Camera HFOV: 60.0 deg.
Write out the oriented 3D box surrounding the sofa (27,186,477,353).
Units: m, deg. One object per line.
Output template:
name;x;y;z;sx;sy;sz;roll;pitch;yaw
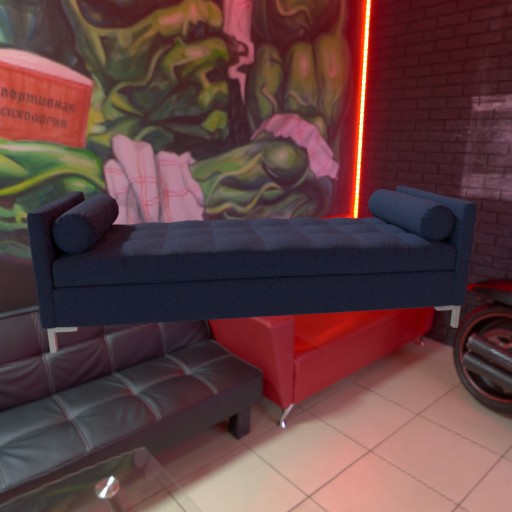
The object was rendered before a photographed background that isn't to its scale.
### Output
sofa;0.000;0.000;2.455;2.102;0.657;0.797;-2;15;-8
